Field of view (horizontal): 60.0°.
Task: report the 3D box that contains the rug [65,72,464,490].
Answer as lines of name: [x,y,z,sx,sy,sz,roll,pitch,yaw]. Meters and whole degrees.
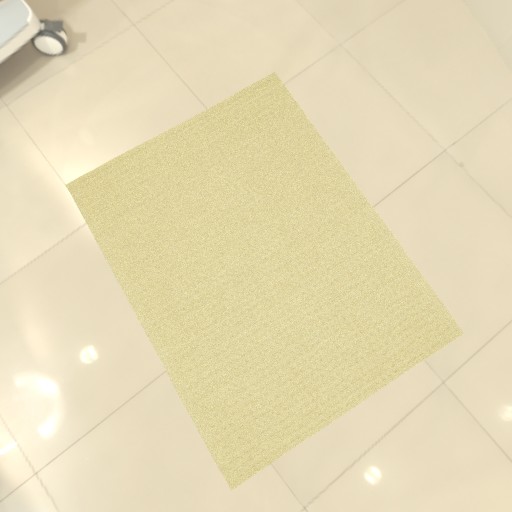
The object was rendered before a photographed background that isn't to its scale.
rug: [0.000,0.000,4.168,2.452,0.016,3.204,-31,78,-8]
